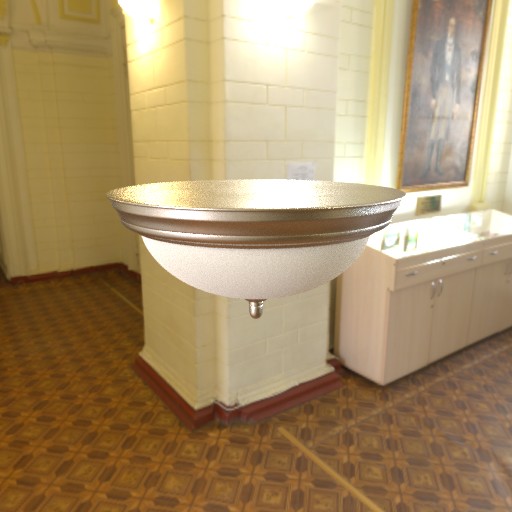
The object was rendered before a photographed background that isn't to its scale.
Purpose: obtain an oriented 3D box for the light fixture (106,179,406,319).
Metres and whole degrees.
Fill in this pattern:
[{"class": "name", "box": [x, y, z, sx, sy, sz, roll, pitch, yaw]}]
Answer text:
[{"class": "light fixture", "box": [0.000, 0.000, 0.450, 0.280, 0.135, 0.280, 0, 14, 0]}]
